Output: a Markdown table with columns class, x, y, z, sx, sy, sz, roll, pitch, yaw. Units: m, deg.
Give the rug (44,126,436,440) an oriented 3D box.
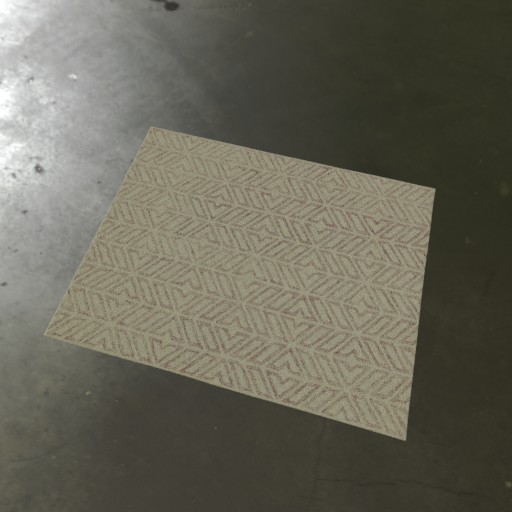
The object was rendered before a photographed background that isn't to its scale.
| class | x | y | z | sx | sy | sz | roll | pitch | yaw |
| --- | --- | --- | --- | --- | --- | --- | --- | --- | --- |
| rug | 0.000 | 0.000 | 4.085 | 3.045 | 0.008 | 2.421 | 14 | 64 | 7 |
